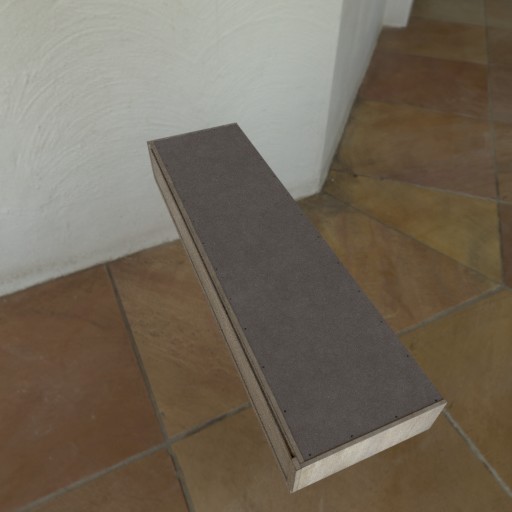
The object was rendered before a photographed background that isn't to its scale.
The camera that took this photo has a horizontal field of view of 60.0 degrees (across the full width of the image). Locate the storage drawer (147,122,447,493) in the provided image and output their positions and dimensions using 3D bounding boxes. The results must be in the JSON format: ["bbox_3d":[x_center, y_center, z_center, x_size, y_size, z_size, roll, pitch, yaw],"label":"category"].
[{"bbox_3d":[0.000,0.000,2.237,0.591,0.274,2.072,-17,49,-15],"label":"storage drawer"}]
